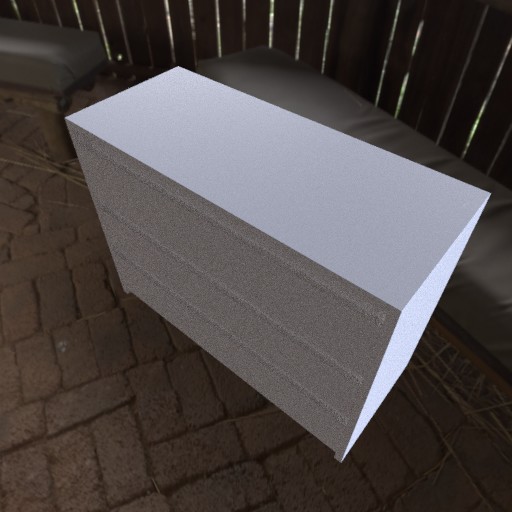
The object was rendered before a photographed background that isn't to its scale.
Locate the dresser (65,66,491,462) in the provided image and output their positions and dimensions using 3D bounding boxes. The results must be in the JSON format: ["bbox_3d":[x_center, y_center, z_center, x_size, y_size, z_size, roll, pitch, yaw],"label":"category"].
[{"bbox_3d":[0.000,0.000,1.493,1.100,0.820,0.460,31,54,26],"label":"dresser"}]
